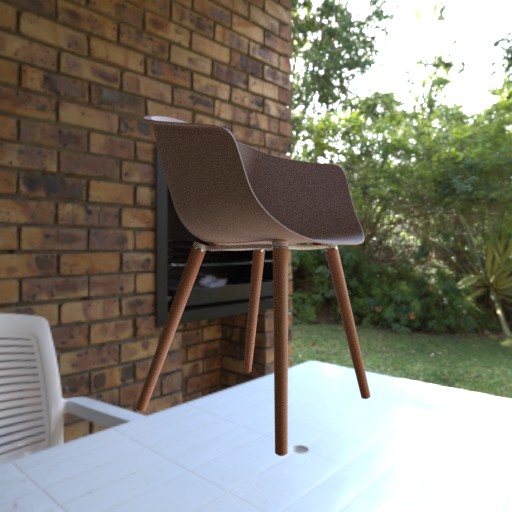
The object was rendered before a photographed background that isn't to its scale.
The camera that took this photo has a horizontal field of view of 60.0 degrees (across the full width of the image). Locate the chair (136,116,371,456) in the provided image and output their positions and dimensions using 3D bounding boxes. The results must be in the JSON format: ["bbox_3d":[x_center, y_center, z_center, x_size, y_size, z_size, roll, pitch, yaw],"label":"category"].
[{"bbox_3d":[0.000,0.000,1.167,0.504,0.781,0.593,1,1,37],"label":"chair"}]
